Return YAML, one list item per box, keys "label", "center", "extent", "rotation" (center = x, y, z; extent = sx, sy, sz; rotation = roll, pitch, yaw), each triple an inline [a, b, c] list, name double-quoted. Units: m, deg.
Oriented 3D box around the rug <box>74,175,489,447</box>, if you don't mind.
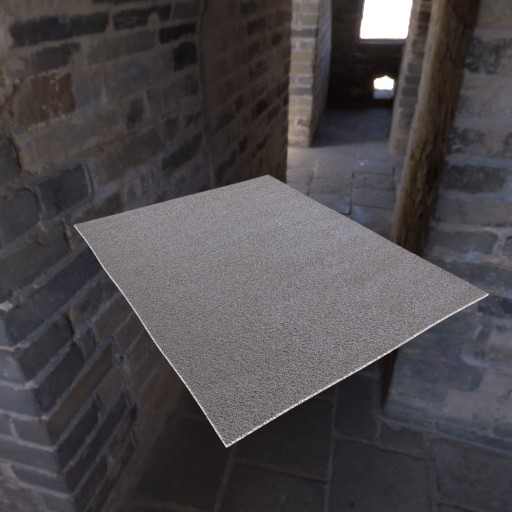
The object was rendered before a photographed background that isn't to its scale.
- label: "rug"
  center: [0.000, 0.000, 3.981]
  extent: [2.400, 0.026, 3.000]
  rotation: [-20, 37, -28]
